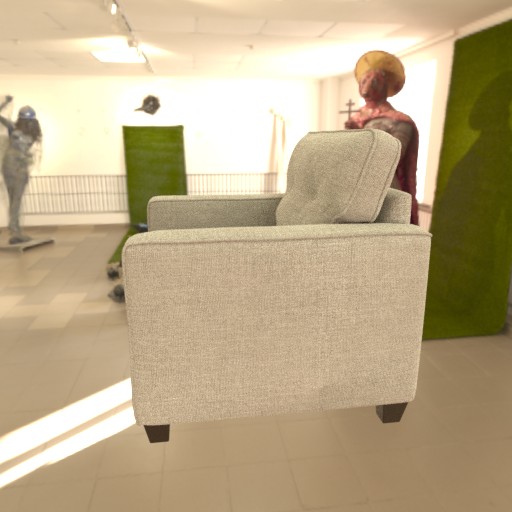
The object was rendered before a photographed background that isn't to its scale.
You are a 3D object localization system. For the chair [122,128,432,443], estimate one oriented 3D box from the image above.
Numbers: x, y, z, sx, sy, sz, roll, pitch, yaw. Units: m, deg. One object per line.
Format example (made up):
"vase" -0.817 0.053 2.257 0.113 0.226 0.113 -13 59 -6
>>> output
"chair" 0.000 0.000 1.762 0.939 0.965 1.015 -2 15 -8
